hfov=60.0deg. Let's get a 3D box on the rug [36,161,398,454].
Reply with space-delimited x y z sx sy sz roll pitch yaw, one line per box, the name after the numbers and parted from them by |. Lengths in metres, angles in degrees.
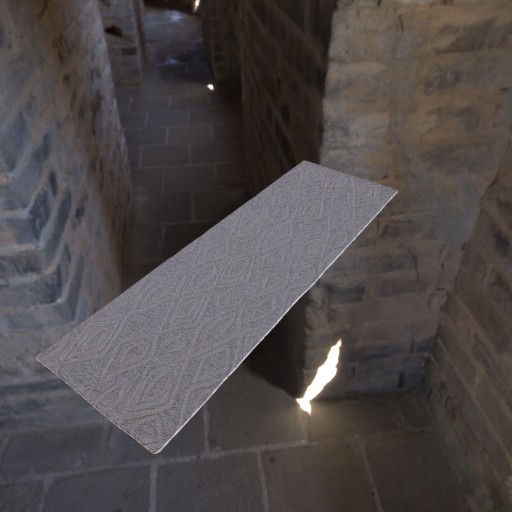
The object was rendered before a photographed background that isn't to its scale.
0.000 0.000 2.653 0.807 0.013 2.436 25 45 27 | rug
